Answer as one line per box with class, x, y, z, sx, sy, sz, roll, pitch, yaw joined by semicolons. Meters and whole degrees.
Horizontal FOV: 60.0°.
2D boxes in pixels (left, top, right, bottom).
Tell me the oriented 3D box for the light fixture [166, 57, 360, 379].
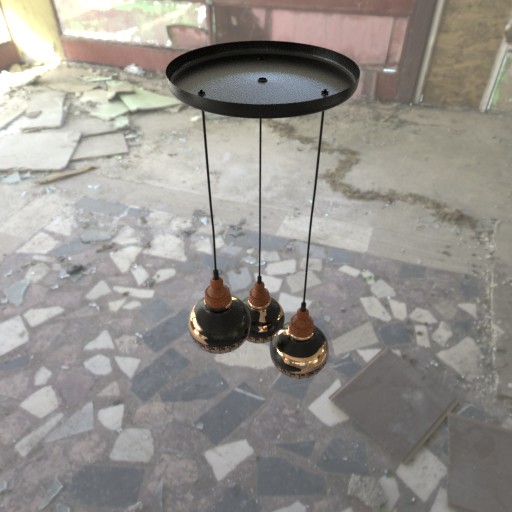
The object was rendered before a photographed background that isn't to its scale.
light fixture;0.000;0.000;1.729;0.605;1.410;0.608;-24;46;-26
